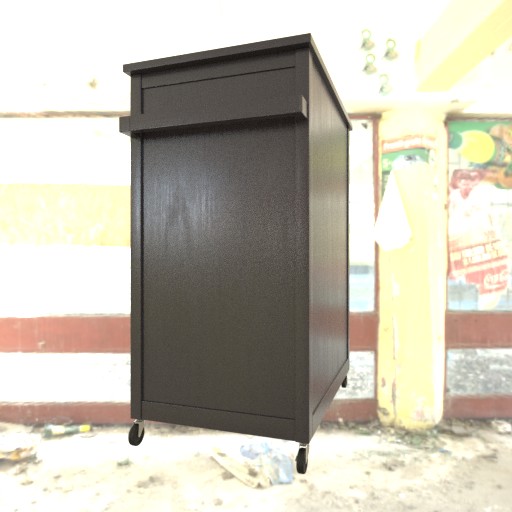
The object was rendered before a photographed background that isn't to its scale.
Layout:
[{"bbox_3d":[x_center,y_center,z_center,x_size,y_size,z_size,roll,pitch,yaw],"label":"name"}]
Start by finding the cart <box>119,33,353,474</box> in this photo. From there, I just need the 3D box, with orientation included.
[{"bbox_3d":[0.000,0.000,1.242,0.449,0.878,0.690,0,0,19],"label":"cart"}]
